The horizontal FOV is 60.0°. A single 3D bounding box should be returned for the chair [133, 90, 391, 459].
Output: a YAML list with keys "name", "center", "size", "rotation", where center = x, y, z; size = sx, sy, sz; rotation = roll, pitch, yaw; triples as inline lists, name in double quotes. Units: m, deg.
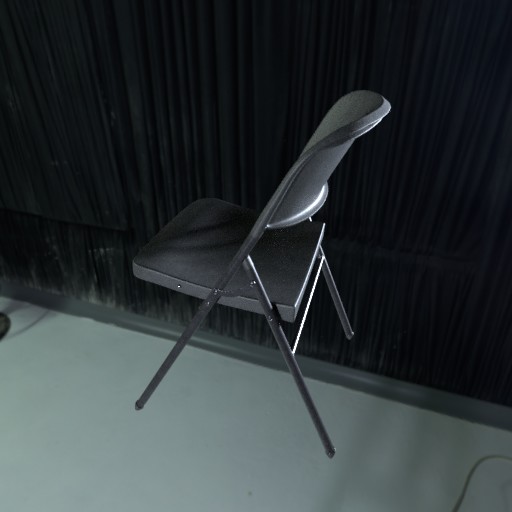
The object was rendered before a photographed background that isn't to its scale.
- name: "chair"
  center: [0.000, 0.000, 1.164]
  size: [0.566, 0.810, 0.494]
  rotation: [8, 31, 14]
